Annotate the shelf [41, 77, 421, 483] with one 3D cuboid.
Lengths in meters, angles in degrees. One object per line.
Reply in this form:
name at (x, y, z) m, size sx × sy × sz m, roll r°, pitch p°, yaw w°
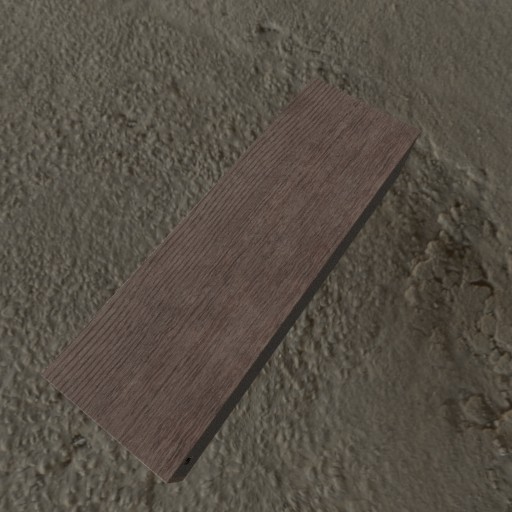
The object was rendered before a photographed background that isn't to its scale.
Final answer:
shelf at (0.000, 0.000, 0.672) m, size 0.200 × 0.125 × 0.610 m, roll 33°, pitch 69°, yaw 15°
